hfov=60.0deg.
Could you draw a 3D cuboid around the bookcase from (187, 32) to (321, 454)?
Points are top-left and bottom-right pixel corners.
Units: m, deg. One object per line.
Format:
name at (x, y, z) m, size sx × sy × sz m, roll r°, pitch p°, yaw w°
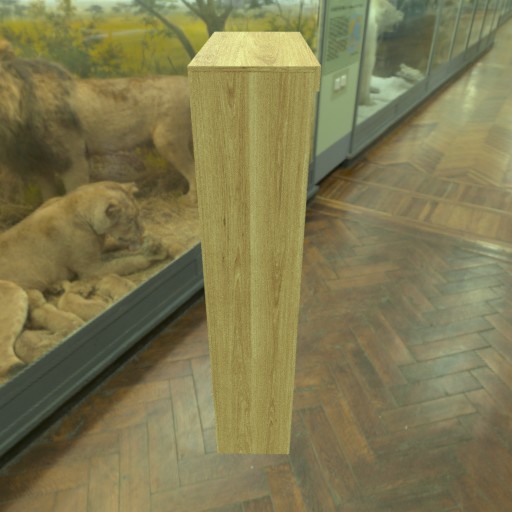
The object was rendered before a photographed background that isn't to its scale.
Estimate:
bookcase at (0.000, 0.000, 2.332) m, size 0.420 × 2.020 × 0.950 m, roll 0°, pitch 33°, yaw 1°
